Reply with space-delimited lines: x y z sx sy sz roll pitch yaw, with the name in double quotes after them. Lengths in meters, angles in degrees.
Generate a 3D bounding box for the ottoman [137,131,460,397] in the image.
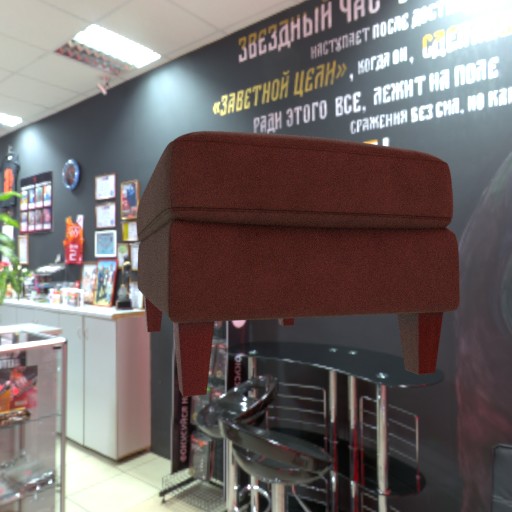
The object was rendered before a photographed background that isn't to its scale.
0.000 0.000 1.184 0.584 0.483 0.864 0 -1 -18 "ottoman"
